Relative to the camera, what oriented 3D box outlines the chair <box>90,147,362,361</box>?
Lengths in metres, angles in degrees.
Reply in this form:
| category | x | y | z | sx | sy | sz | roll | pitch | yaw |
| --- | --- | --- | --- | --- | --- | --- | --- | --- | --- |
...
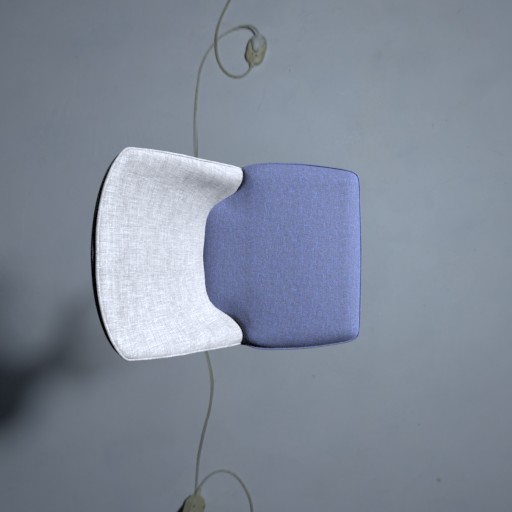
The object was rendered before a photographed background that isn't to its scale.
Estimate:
| category | x | y | z | sx | sy | sz | roll | pitch | yaw |
| --- | --- | --- | --- | --- | --- | --- | --- | --- | --- |
| chair | 0.000 | 0.000 | 1.151 | 0.550 | 0.855 | 0.488 | 0 | 89 | 1 |
